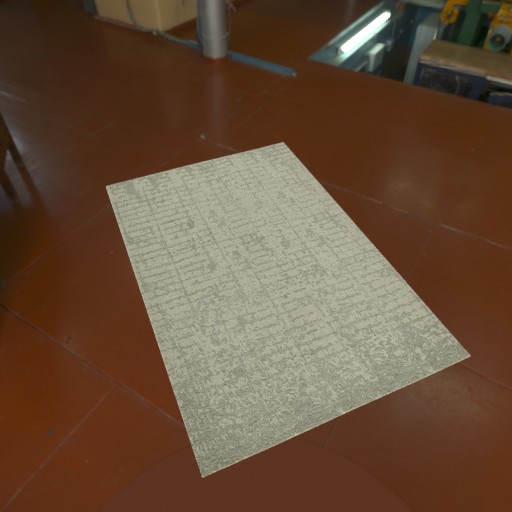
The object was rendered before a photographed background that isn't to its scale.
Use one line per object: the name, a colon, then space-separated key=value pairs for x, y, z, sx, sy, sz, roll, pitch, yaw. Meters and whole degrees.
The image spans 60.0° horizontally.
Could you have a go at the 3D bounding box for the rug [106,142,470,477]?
rug: x=0.000 y=0.000 z=2.307 sx=1.211 sy=0.007 sz=1.827 roll=-18 pitch=49 yaw=-16
